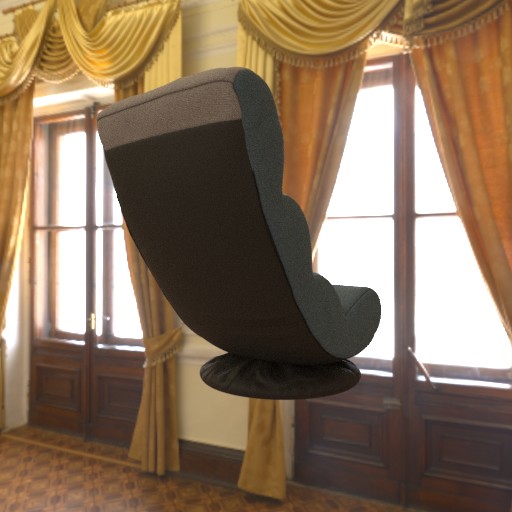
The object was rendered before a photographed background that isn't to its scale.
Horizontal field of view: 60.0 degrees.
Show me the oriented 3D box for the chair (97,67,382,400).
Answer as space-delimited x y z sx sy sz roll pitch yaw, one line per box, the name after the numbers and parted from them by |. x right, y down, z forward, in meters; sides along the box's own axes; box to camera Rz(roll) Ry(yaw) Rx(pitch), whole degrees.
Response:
0.000 0.000 1.076 0.420 0.641 0.661 0 -1 36 | chair
